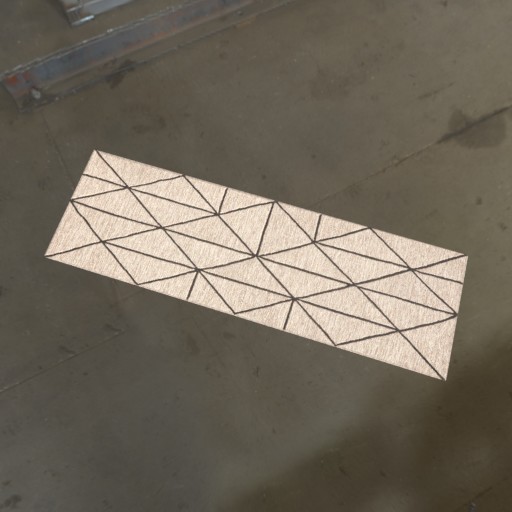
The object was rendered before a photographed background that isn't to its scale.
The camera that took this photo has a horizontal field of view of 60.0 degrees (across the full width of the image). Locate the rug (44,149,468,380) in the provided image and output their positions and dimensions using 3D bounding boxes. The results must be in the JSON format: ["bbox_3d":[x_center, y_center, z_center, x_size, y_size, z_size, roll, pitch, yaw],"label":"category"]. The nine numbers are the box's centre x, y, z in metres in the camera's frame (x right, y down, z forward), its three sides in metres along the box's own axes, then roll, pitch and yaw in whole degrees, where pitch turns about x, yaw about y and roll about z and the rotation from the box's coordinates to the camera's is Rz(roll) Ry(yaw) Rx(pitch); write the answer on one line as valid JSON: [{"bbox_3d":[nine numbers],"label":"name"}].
[{"bbox_3d":[0.000,0.000,2.670,2.438,0.012,0.762,16,74,5],"label":"rug"}]
